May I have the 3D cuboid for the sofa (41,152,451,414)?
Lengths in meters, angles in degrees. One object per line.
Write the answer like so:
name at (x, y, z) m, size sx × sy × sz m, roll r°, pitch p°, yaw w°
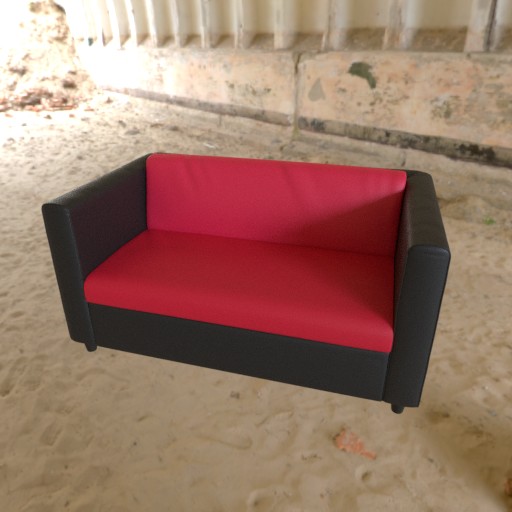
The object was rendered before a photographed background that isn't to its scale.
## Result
sofa at (0.000, 0.000, 1.930) m, size 1.410 × 0.735 × 0.845 m, roll 7°, pitch 27°, yaw 14°
